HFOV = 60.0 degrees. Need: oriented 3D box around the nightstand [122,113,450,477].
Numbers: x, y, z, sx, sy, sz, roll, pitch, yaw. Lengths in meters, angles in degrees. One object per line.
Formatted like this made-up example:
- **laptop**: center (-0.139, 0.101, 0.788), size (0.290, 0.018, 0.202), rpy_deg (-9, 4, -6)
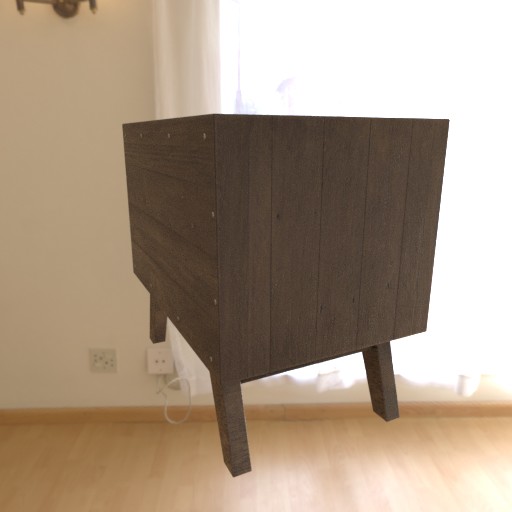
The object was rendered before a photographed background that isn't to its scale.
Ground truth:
- **nightstand**: center (0.000, 0.000, 1.034), size (0.450, 0.599, 0.650), rpy_deg (-7, 17, -25)
